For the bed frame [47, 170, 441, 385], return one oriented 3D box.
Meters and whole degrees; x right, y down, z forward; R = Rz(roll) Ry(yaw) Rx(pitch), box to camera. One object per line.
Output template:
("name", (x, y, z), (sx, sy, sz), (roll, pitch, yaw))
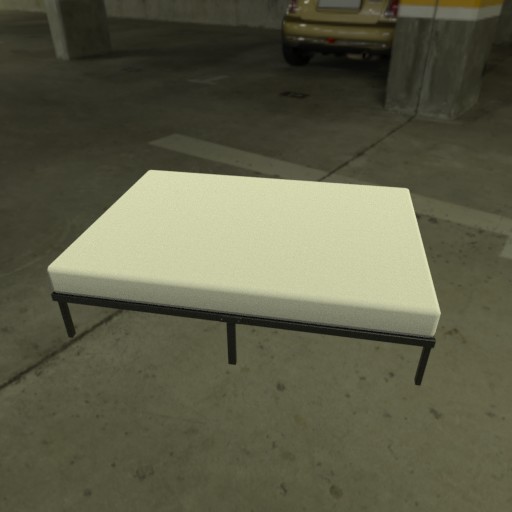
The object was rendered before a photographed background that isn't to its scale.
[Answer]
("bed frame", (0.000, 0.000, 3.803), (2.842, 0.680, 2.205), (10, 34, 15))
